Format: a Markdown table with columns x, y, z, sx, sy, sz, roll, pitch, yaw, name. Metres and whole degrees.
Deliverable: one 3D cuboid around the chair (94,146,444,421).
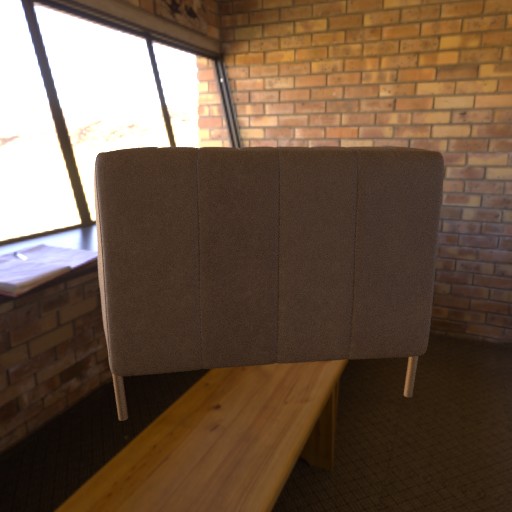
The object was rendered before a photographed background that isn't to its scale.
| x | y | z | sx | sy | sz | roll | pitch | yaw | name |
| --- | --- | --- | --- | --- | --- | --- | --- | --- | --- |
| 0.000 | 0.000 | 1.608 | 0.981 | 0.779 | 0.876 | -2 | 15 | -8 | chair |
